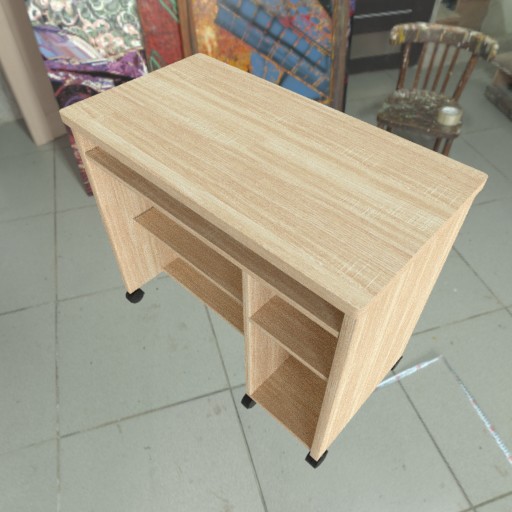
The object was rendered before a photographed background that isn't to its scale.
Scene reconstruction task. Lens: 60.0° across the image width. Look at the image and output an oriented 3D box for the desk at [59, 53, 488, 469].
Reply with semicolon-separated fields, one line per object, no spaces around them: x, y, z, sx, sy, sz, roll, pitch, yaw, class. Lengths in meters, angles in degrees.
0.000;0.000;1.279;0.884;0.770;0.480;34;56;28;desk
